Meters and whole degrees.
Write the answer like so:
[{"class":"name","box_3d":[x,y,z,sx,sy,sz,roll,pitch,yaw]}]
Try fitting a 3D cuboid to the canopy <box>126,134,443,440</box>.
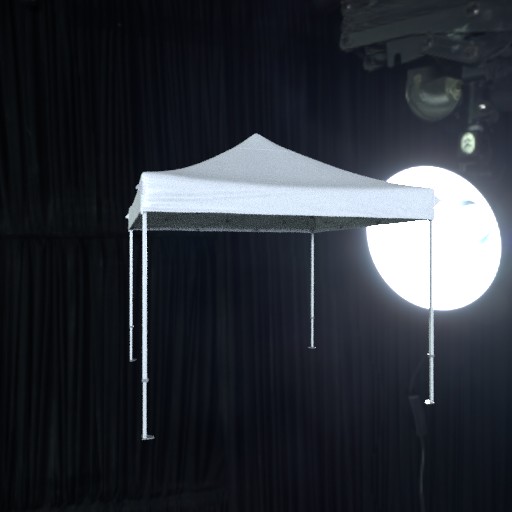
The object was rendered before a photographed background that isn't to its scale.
[{"class":"canopy","box_3d":[0.000,0.000,5.440,2.994,2.998,2.996,0,0,-18]}]
